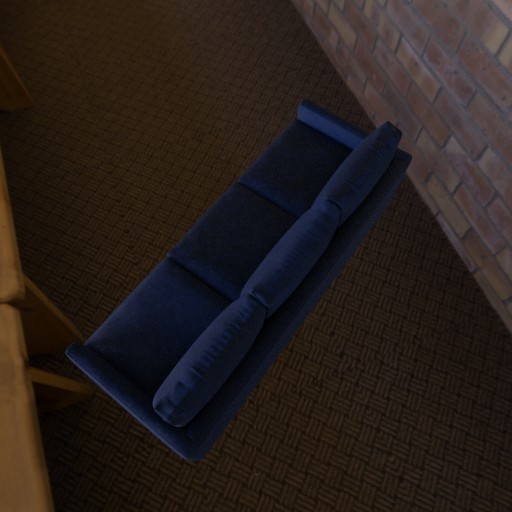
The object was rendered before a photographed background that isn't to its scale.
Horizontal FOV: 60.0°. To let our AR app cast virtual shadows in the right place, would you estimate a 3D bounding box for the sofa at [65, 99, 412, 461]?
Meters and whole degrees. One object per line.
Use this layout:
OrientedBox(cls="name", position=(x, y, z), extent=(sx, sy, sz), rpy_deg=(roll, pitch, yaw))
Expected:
OrientedBox(cls="sofa", position=(0.000, 0.000, 2.729), extent=(0.875, 0.879, 2.252), rpy_deg=(34, 69, 15))
